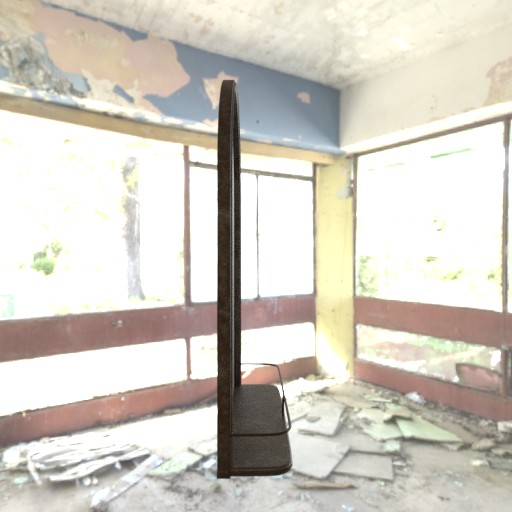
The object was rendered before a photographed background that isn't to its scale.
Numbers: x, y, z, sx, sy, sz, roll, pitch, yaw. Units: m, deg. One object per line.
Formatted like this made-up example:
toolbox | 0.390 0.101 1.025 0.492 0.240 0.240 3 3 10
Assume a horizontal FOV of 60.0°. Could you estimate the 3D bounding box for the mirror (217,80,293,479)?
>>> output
mirror | 0.000 0.000 1.021 0.137 0.770 0.510 0 0 0
